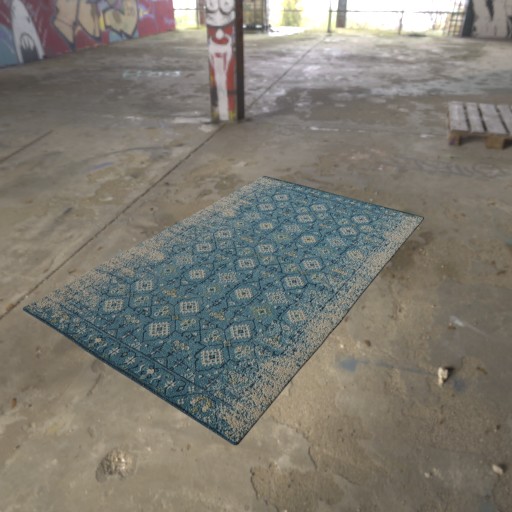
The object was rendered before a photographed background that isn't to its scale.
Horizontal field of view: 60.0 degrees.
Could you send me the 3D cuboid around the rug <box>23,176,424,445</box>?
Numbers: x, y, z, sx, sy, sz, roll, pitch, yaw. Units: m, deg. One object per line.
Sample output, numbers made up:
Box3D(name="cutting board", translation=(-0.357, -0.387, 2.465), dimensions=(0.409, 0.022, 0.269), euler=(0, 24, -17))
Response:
Box3D(name="rug", translation=(0.000, 0.000, 2.982), dimensions=(1.530, 0.015, 2.449), euler=(20, 37, 29))
